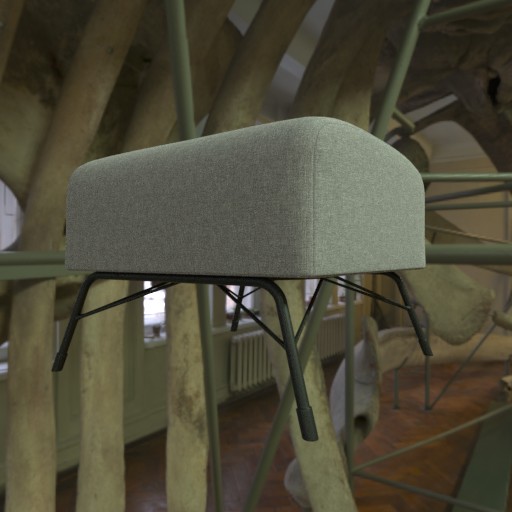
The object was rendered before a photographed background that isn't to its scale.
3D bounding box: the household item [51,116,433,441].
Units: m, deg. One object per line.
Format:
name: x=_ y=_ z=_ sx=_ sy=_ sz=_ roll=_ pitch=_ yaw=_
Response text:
household item: x=0.000 y=0.000 z=0.855 sx=0.530 sy=0.410 sz=0.530 roll=0 pitch=0 yaw=35
